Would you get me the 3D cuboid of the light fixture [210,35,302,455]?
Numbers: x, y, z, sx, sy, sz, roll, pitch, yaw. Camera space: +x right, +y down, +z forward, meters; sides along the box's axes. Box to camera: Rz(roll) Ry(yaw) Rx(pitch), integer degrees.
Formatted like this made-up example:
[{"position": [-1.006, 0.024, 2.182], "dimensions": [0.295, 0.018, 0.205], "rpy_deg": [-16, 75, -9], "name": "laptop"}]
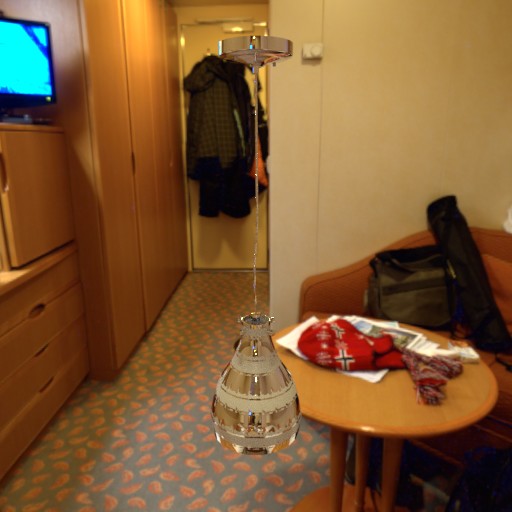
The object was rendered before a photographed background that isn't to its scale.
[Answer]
[{"position": [0.000, 0.000, 1.659], "dimensions": [0.374, 1.457, 0.374], "rpy_deg": [-14, 20, -43], "name": "light fixture"}]
